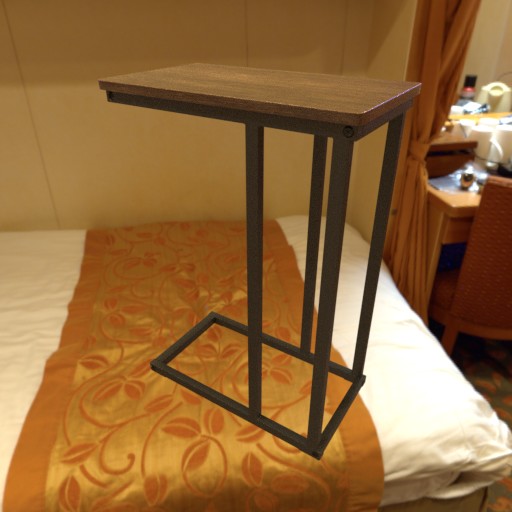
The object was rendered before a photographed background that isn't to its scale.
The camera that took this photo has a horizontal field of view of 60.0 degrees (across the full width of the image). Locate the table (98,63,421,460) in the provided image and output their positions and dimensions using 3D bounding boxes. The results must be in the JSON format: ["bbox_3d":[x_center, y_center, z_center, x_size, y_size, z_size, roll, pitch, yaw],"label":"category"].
[{"bbox_3d":[0.000,0.000,0.858,0.450,0.637,0.254,18,35,28],"label":"table"}]
